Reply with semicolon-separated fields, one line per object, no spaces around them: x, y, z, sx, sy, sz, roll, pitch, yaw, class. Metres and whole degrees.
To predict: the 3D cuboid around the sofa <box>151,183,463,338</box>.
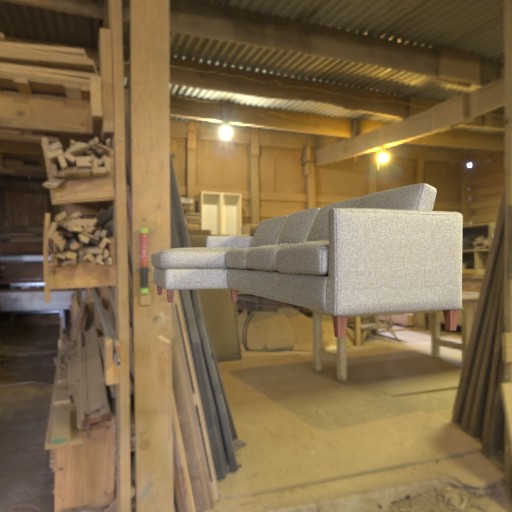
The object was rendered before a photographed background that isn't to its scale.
0.000;0.000;3.822;1.502;0.876;3.201;0;0;-19;sofa
